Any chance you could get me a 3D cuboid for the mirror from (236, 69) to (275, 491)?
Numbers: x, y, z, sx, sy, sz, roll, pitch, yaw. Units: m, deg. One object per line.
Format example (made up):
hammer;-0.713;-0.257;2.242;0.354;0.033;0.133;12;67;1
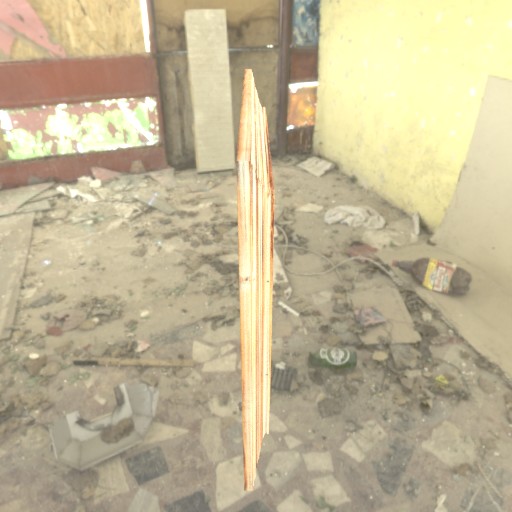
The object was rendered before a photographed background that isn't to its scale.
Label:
mirror;0.000;0.000;1.177;0.061;0.804;0.804;0;31;0
